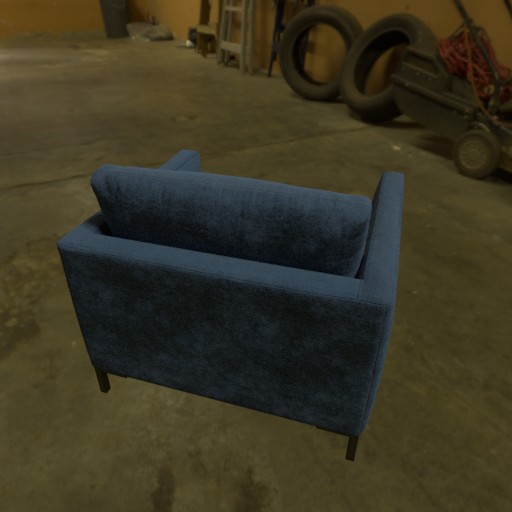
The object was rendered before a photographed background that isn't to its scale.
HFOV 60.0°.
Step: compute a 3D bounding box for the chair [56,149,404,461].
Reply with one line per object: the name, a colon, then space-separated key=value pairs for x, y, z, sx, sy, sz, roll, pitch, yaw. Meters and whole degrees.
chair: x=0.000 y=0.000 z=1.602 sx=0.964 sy=0.812 sz=0.875 roll=10 pitch=33 yaw=15
